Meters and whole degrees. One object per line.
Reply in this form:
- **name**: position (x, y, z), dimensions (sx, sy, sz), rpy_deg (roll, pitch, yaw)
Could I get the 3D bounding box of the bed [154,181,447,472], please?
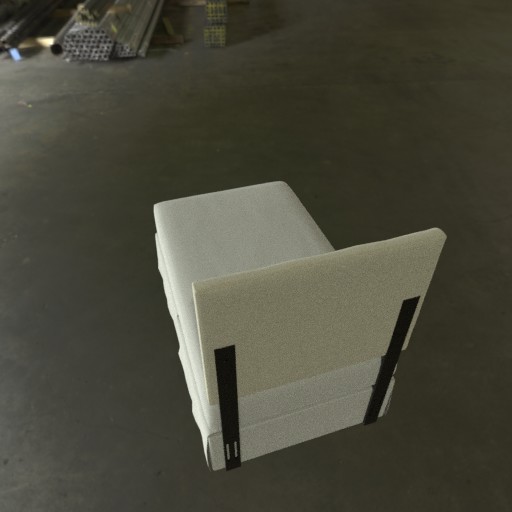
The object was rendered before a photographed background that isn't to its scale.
- **bed**: position (0.000, 0.000, 3.021), dimensions (1.261, 1.571, 1.997), rpy_deg (-12, 43, -14)
